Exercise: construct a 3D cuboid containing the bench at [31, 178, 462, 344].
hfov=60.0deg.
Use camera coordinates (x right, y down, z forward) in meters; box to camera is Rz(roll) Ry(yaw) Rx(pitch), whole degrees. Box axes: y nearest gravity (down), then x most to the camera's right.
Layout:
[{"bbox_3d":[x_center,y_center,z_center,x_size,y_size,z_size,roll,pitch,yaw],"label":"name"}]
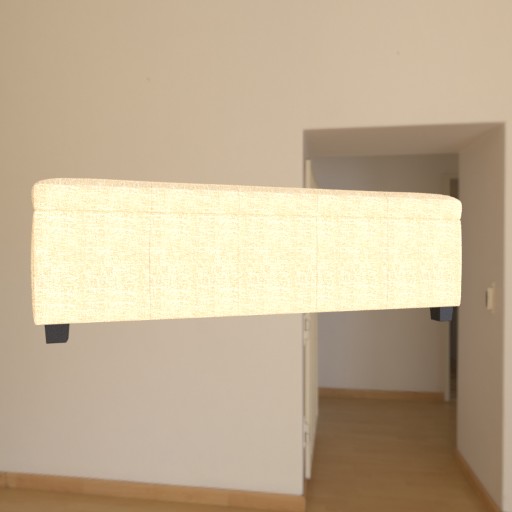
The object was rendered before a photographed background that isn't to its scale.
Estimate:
[{"bbox_3d":[0.000,0.000,1.403,1.219,0.406,0.432,0,1,-17],"label":"bench"}]
